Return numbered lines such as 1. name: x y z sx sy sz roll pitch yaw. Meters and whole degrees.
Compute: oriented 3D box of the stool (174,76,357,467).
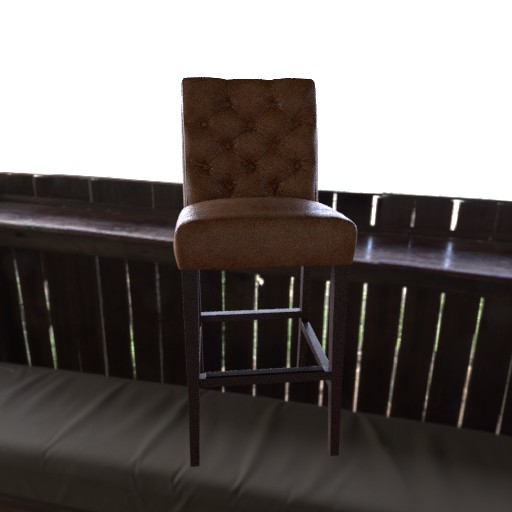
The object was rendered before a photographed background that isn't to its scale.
1. stool: 0.000 0.000 1.456 0.493 1.140 0.601 -2 17 -6
